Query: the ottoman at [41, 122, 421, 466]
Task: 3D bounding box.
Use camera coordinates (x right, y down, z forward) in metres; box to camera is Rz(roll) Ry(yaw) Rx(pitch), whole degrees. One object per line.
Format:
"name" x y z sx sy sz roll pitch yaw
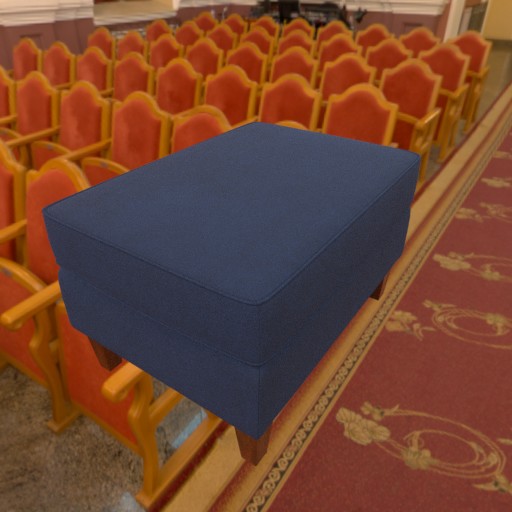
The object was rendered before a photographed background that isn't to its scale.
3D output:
"ottoman" 0.000 0.000 1.393 0.686 0.584 0.965 21 38 29
